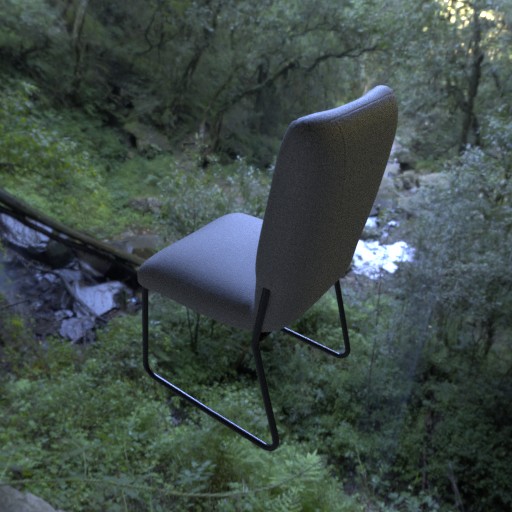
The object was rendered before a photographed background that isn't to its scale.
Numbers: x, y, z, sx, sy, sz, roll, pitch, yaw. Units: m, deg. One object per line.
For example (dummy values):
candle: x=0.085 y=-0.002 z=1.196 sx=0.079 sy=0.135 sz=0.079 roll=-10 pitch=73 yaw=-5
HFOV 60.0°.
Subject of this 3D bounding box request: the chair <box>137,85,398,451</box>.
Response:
chair: x=0.000 y=0.000 z=1.186 sx=0.560 sy=0.864 sz=0.448 roll=21 pitch=37 yaw=30
